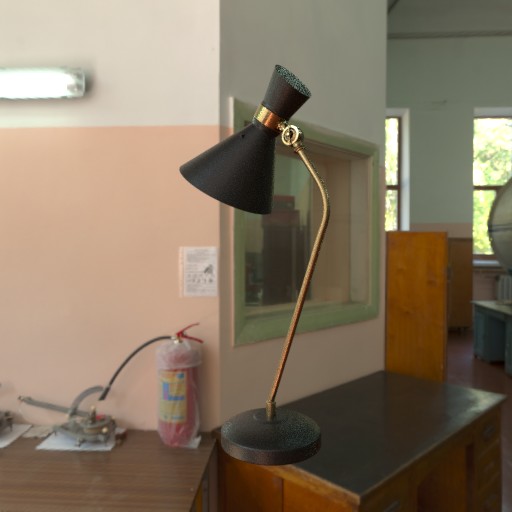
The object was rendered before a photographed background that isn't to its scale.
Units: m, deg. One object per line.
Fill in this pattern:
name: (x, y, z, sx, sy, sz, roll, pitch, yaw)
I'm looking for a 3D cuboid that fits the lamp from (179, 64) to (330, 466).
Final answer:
lamp: (0.000, 0.000, 0.786, 0.292, 0.647, 0.189, 1, 1, 38)
